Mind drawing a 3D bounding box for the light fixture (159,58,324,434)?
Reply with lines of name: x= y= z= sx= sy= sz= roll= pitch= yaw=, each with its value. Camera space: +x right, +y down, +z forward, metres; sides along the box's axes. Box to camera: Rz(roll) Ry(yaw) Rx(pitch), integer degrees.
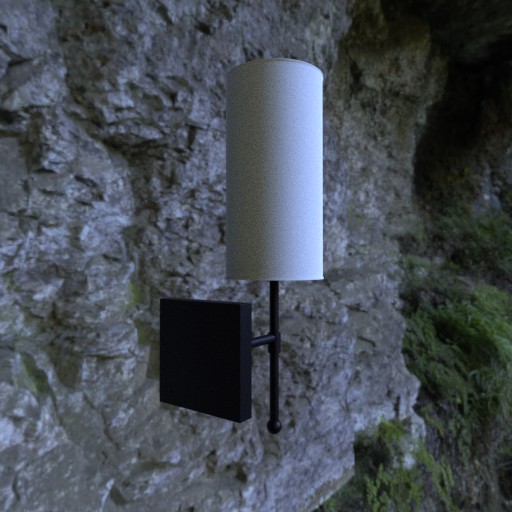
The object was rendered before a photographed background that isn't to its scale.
light fixture: x=0.000 y=0.000 z=0.547 sx=0.128 sy=0.462 sz=0.208 roll=-1 pitch=-1 yaw=36
